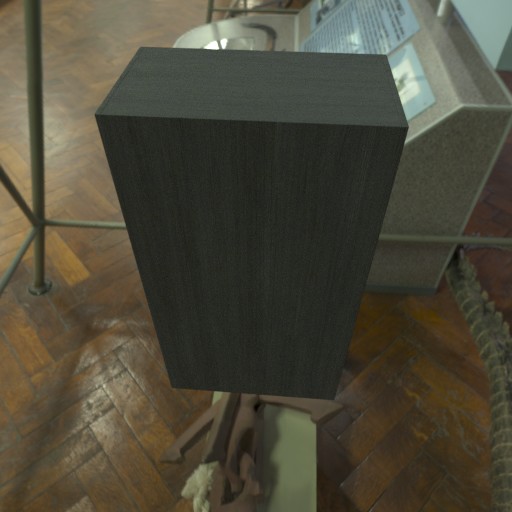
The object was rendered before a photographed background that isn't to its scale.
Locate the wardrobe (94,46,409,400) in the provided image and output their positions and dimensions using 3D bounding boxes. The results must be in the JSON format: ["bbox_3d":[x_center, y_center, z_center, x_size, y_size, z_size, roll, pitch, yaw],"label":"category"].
[{"bbox_3d":[0.000,0.000,2.235,0.991,1.808,0.577,3,46,3],"label":"wardrobe"}]
